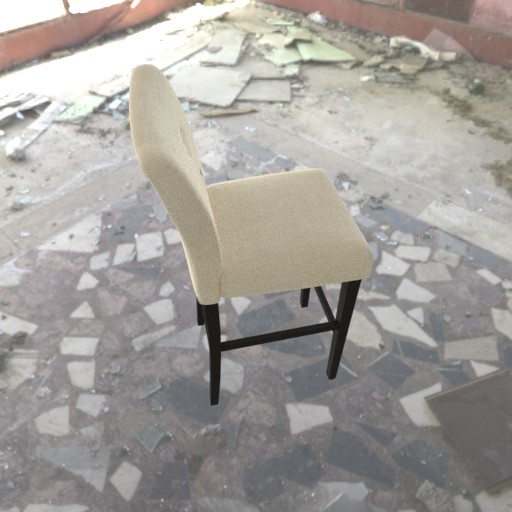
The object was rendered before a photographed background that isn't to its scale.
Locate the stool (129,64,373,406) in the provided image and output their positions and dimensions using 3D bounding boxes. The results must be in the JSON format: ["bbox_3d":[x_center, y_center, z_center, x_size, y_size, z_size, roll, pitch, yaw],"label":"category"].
[{"bbox_3d":[0.000,0.000,1.463,0.603,1.124,0.516,-9,46,-9],"label":"stool"}]
